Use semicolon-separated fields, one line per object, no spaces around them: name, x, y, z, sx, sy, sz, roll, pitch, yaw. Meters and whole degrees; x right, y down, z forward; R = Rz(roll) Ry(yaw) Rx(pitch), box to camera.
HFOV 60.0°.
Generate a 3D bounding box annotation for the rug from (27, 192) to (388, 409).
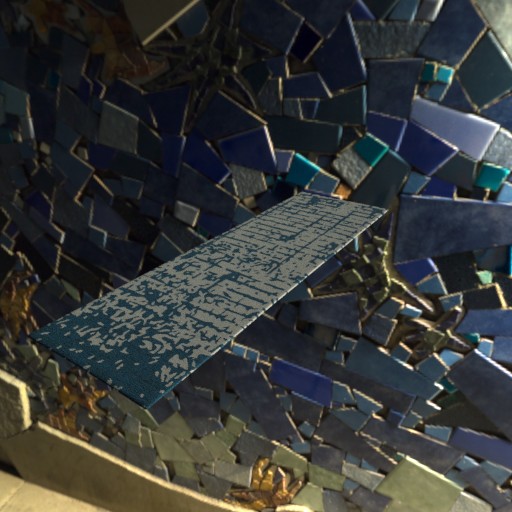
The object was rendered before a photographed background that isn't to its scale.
rug;0.000;0.000;2.637;0.750;0.011;2.435;17;31;31
